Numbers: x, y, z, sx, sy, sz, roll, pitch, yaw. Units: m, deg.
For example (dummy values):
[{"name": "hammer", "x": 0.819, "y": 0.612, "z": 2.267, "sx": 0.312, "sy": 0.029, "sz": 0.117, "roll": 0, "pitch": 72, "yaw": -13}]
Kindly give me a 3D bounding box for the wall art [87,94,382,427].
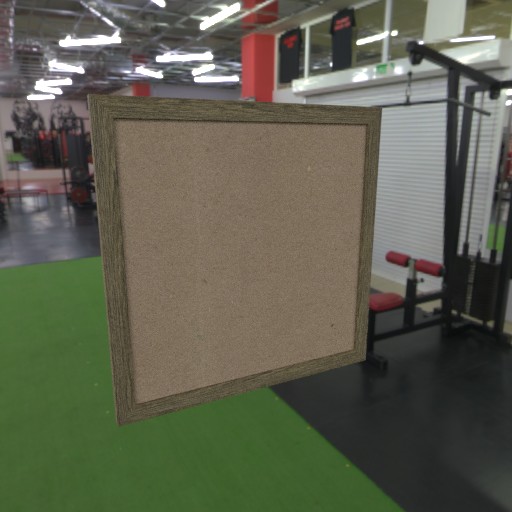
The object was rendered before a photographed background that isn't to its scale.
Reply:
[{"name": "wall art", "x": 0.000, "y": 0.000, "z": 0.772, "sx": 0.508, "sy": 0.508, "sz": 0.019, "roll": -7, "pitch": 16, "yaw": -26}]
